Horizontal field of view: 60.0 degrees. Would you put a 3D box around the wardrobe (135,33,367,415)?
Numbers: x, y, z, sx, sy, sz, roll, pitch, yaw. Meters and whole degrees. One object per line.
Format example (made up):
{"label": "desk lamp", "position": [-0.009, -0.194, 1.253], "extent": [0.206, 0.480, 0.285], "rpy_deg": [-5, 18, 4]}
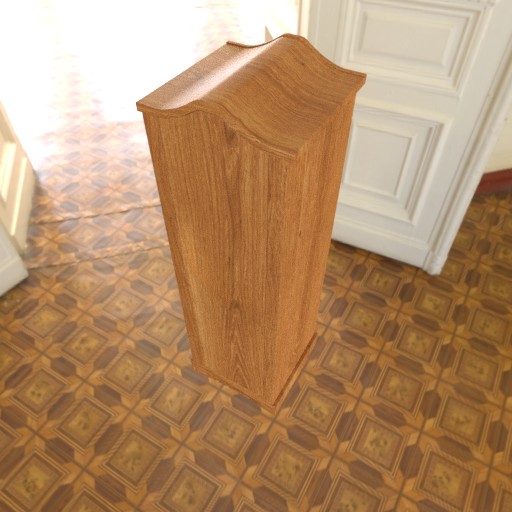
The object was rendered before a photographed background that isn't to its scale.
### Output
{"label": "wardrobe", "position": [0.000, 0.000, 2.151], "extent": [0.590, 1.870, 0.570], "rpy_deg": [23, 51, 20]}
